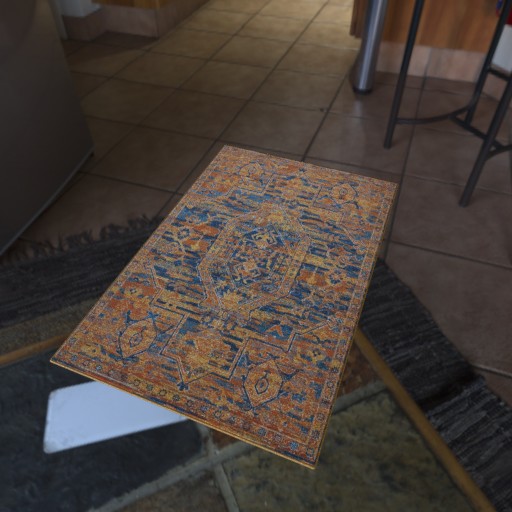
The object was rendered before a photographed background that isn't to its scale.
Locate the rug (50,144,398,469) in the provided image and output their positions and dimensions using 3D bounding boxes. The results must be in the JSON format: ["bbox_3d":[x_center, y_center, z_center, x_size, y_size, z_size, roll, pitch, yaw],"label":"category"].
[{"bbox_3d":[0.000,0.000,2.256,1.148,0.013,1.758,16,49,15],"label":"rug"}]
